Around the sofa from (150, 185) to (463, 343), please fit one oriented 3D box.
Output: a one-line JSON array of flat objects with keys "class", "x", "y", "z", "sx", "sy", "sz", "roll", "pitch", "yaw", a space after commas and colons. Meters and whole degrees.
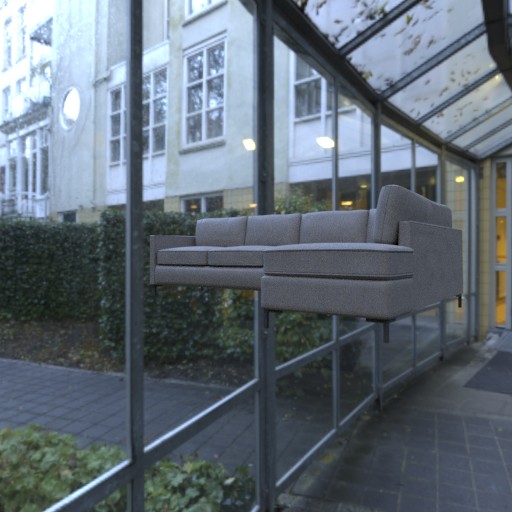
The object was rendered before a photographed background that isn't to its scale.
[{"class": "sofa", "x": 0.000, "y": 0.000, "z": 4.247, "sx": 3.331, "sy": 0.964, "sz": 2.077, "roll": 0, "pitch": 0, "yaw": 36}]
